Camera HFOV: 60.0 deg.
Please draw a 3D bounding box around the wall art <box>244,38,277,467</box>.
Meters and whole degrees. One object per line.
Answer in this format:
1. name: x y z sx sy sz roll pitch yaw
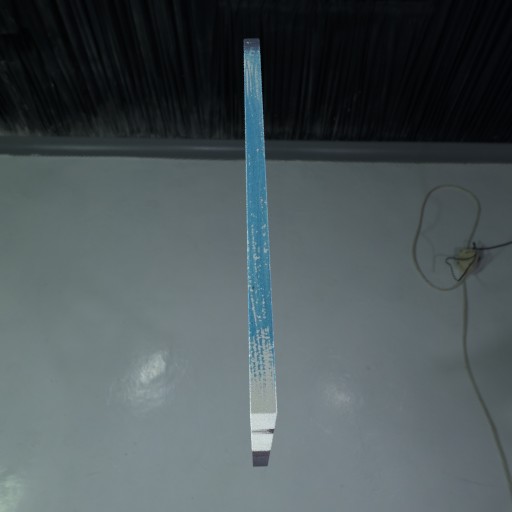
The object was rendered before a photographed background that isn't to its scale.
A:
1. wall art: 0.000 0.000 1.137 0.039 0.610 0.914 -1 58 -1
